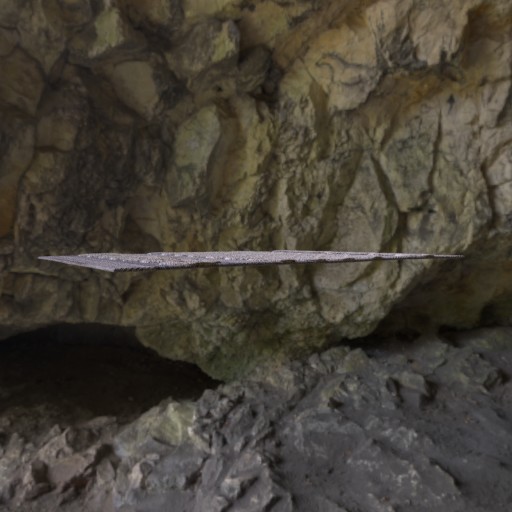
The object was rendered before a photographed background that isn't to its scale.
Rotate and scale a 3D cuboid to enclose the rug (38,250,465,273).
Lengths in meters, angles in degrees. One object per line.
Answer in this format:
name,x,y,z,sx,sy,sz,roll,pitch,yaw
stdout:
rug,0.000,0.000,2.877,2.333,0.033,1.513,-1,2,-36
